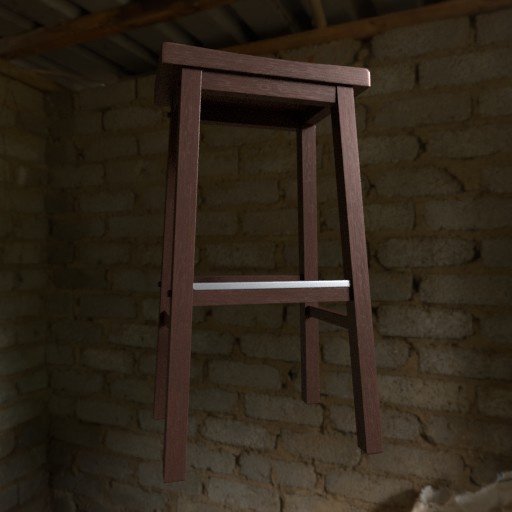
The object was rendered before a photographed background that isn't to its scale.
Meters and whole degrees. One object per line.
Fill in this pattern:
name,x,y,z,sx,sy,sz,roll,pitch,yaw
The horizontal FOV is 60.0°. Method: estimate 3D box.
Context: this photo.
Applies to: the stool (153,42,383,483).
stool,0.000,0.000,0.931,0.406,0.742,0.322,0,0,-16
